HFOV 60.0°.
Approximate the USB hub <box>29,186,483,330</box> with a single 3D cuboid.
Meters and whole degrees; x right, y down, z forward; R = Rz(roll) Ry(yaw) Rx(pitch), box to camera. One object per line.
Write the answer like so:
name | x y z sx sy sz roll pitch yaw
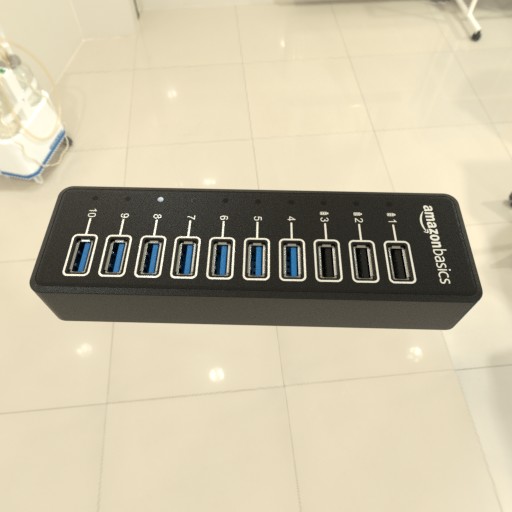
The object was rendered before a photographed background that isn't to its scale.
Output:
USB hub | 0.000 0.000 0.160 0.145 0.023 0.044 1 58 1
